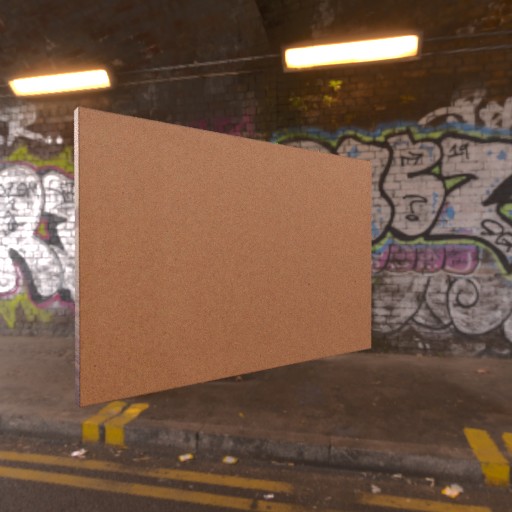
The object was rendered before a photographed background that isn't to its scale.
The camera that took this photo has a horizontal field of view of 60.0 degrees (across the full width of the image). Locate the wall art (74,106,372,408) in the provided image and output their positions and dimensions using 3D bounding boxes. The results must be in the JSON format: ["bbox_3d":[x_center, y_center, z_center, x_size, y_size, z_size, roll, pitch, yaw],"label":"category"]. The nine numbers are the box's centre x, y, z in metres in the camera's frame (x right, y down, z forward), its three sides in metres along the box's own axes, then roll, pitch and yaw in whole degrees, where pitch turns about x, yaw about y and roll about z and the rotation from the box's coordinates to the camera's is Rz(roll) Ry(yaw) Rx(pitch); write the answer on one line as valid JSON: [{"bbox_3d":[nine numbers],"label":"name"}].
[{"bbox_3d":[0.000,0.000,0.794,0.615,0.410,0.021,0,1,-37],"label":"wall art"}]
